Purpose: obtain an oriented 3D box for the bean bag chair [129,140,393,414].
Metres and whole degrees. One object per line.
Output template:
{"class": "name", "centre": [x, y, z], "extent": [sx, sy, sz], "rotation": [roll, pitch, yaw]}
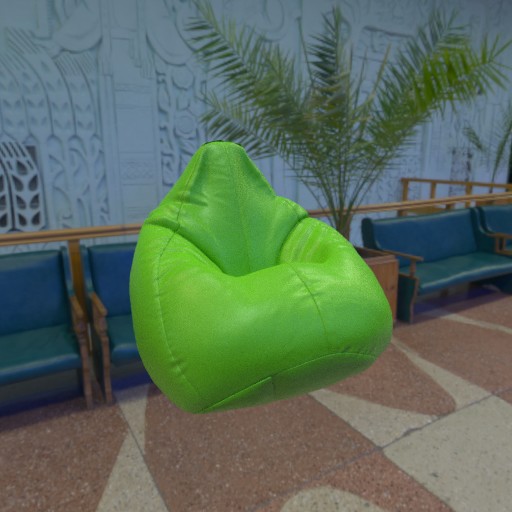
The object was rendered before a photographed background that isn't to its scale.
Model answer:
{"class": "bean bag chair", "centre": [0.000, 0.000, 1.922], "extent": [1.070, 0.990, 1.070], "rotation": [-7, 15, -27]}
